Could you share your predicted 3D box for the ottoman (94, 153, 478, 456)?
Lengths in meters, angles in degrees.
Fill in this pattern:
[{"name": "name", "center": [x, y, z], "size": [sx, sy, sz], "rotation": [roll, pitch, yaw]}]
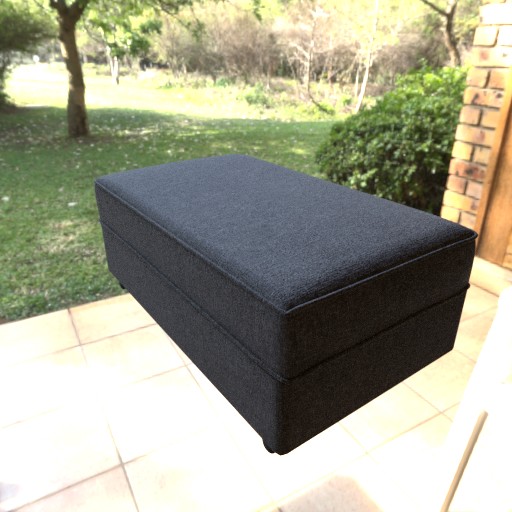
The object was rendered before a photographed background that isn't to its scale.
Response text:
[{"name": "ottoman", "center": [0.000, 0.000, 1.525], "size": [0.717, 0.487, 1.184], "rotation": [-17, 31, -32]}]
